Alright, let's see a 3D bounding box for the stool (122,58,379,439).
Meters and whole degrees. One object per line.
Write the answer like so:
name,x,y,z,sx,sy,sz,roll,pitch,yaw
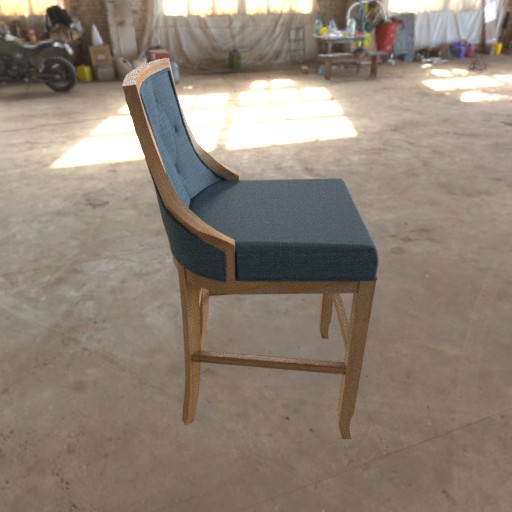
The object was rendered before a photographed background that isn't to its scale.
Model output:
stool,0.000,0.000,1.399,0.626,1.101,0.524,0,31,0
